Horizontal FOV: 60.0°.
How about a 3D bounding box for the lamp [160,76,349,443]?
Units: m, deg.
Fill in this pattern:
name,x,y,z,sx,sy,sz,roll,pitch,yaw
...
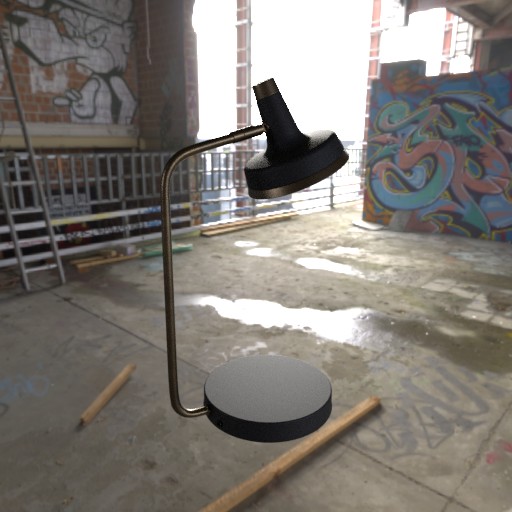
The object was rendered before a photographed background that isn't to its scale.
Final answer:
name,x,y,z,sx,sy,sz,roll,pitch,yaw
lamp,0.000,0.000,0.506,0.218,0.385,0.162,-7,16,-26
